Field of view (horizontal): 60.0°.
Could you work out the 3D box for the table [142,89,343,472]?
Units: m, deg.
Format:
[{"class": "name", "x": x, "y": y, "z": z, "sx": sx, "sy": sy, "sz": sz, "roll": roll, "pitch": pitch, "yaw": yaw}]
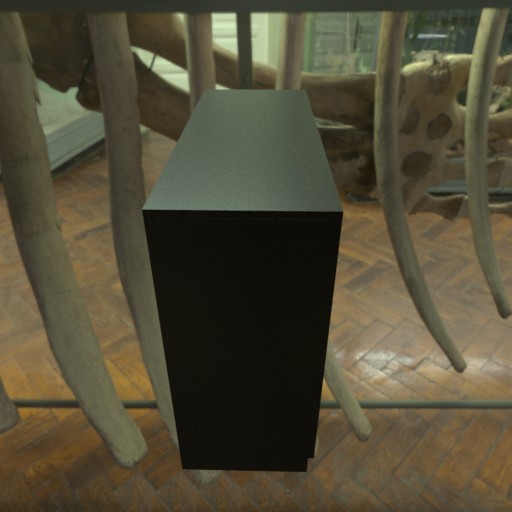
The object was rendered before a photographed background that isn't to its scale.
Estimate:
[{"class": "table", "x": 0.000, "y": 0.000, "z": 1.380, "sx": 0.380, "sy": 0.790, "sz": 0.930, "roll": 1, "pitch": 33, "yaw": 1}]
